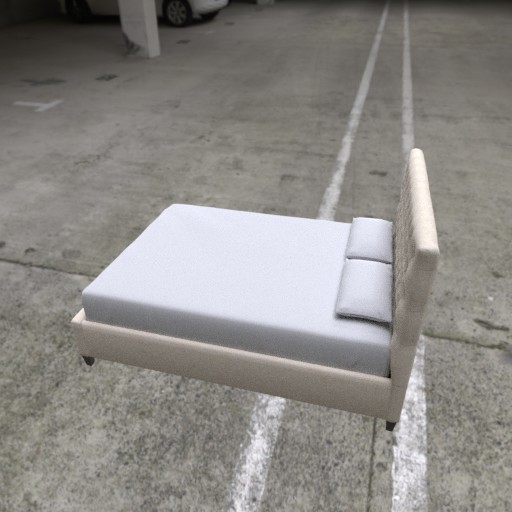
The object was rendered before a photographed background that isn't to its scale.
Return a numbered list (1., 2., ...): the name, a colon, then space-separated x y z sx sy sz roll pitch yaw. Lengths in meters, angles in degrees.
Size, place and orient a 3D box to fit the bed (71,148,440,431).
1. bed: 0.000 0.000 3.528 2.387 1.427 1.698 8 32 13
